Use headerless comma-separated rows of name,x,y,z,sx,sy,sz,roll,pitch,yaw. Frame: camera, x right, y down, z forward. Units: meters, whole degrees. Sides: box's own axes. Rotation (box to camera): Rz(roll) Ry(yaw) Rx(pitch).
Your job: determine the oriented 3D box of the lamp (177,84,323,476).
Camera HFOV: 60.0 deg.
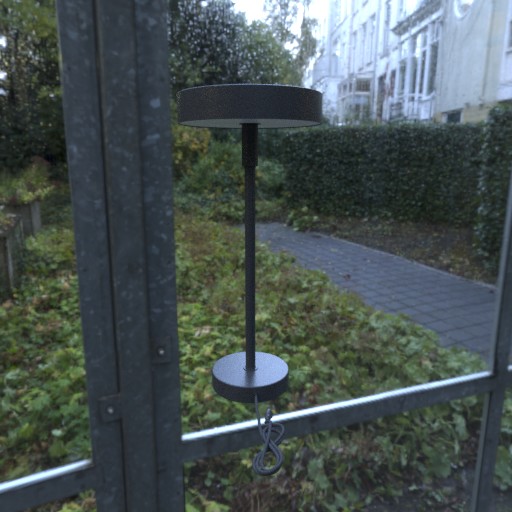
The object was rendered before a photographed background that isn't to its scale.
lamp,0.000,0.000,0.689,0.229,0.508,0.369,-2,13,-8
